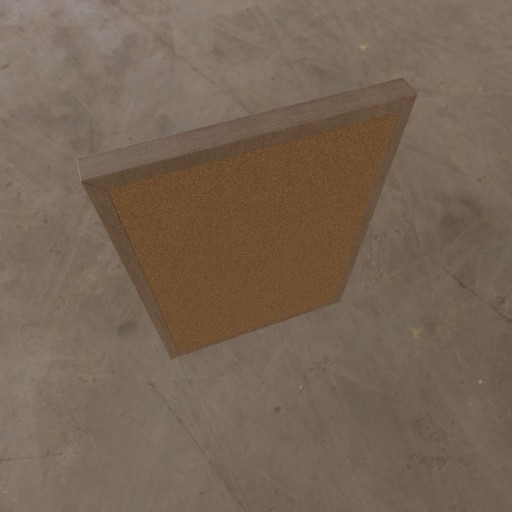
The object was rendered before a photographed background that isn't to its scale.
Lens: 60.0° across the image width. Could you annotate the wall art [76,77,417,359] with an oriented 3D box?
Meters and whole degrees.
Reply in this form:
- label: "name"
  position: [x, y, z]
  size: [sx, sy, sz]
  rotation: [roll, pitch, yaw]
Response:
- label: "wall art"
  position: [0.000, 0.000, 0.665]
  size: [0.356, 0.509, 0.031]
  rotation: [-17, 60, -10]
